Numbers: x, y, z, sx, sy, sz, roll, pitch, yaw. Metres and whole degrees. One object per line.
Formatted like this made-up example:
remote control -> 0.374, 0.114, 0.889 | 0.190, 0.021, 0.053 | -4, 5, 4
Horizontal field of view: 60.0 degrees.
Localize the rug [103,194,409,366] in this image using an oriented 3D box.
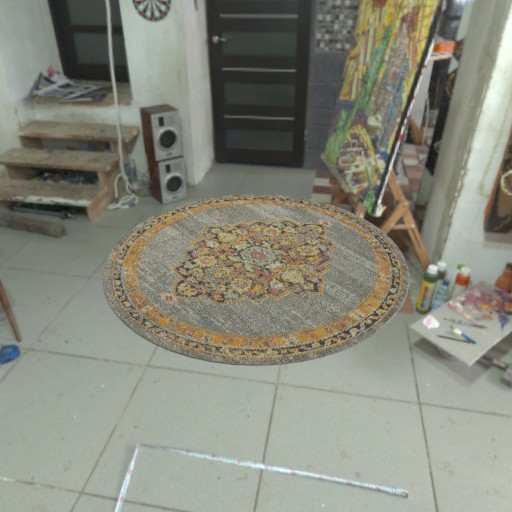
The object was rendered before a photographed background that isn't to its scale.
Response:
rug -> 0.000, 0.000, 3.583 | 2.382, 0.014, 2.382 | 0, 32, 0
